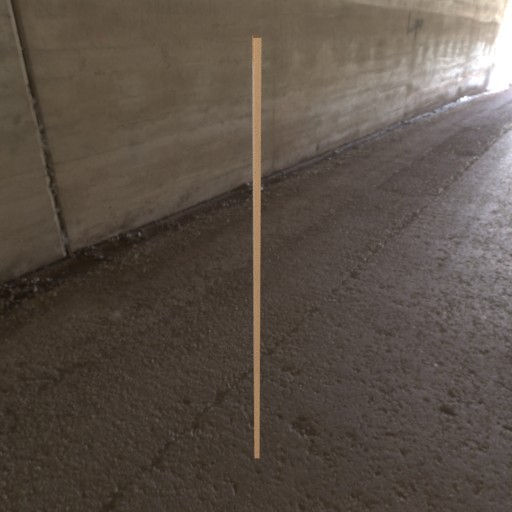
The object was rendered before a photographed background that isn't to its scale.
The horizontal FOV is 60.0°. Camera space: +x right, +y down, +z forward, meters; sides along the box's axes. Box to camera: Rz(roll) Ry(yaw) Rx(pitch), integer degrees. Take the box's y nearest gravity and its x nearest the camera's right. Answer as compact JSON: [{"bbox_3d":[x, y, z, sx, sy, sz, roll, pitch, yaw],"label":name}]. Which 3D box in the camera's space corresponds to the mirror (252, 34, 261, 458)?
[{"bbox_3d":[0.000,0.000,2.283,0.026,2.031,0.812,0,27,-1],"label":"mirror"}]
